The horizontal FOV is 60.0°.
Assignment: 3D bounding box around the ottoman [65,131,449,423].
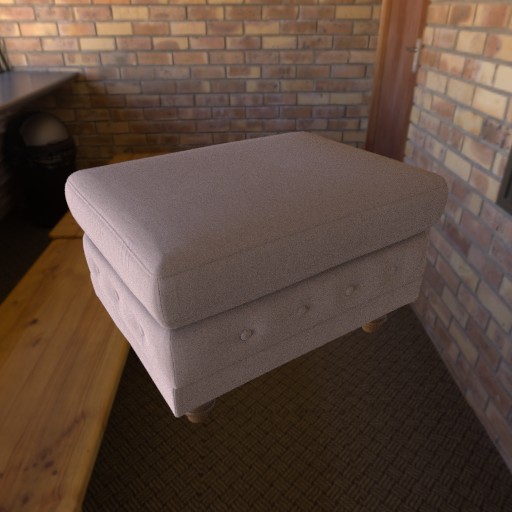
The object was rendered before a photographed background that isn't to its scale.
[{"bbox_3d":[0.000,0.000,1.156,0.771,0.500,0.569,-18,34,-29],"label":"ottoman"}]
